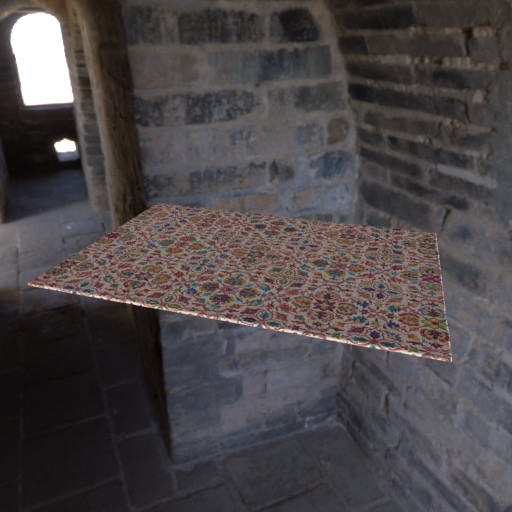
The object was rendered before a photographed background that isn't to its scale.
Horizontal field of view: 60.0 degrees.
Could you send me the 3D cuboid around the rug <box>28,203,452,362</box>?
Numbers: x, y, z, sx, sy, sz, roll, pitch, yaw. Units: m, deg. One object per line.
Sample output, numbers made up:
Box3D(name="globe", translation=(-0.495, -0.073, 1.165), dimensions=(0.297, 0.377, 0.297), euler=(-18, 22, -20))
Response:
Box3D(name="rug", translation=(0.000, 0.000, 2.919), dimensions=(2.297, 0.018, 1.541), euler=(8, 26, 16))
